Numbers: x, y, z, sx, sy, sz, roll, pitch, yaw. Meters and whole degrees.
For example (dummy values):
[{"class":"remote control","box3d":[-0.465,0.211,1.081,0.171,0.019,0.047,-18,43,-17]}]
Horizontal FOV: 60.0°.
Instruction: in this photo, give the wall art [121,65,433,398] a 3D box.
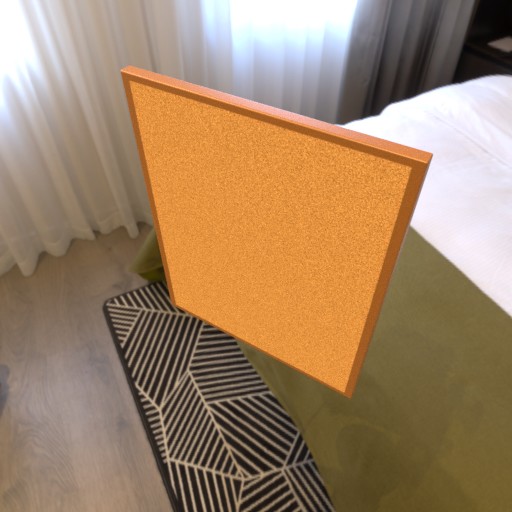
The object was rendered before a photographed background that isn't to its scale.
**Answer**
[{"class":"wall art","box3d":[0.000,0.000,0.526,0.310,0.379,0.015,24,50,21]}]
